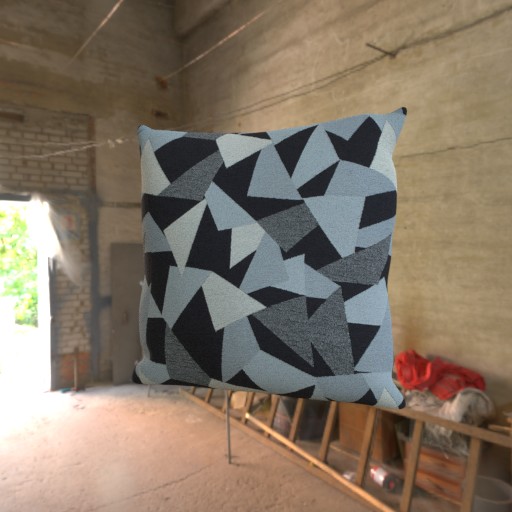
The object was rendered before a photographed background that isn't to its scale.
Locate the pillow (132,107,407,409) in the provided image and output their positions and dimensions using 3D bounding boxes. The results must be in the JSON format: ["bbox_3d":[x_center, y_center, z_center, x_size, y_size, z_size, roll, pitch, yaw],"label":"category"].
[{"bbox_3d":[0.000,0.000,0.778,0.503,0.496,0.208,0,1,16],"label":"pillow"}]
